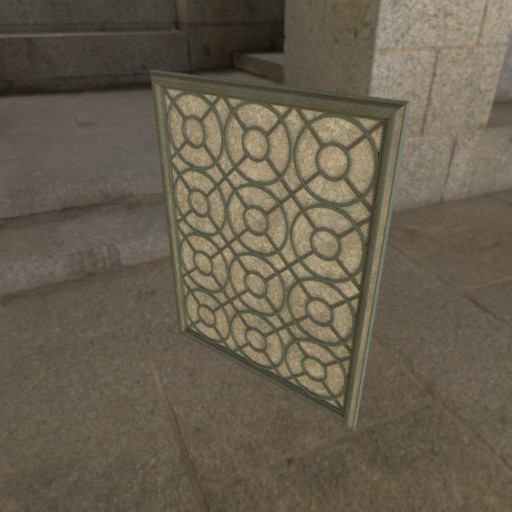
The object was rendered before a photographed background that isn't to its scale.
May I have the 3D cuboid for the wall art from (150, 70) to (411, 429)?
[{"bbox_3d":[0.000,0.000,1.339,0.767,0.983,0.030,21,36,31],"label":"wall art"}]
